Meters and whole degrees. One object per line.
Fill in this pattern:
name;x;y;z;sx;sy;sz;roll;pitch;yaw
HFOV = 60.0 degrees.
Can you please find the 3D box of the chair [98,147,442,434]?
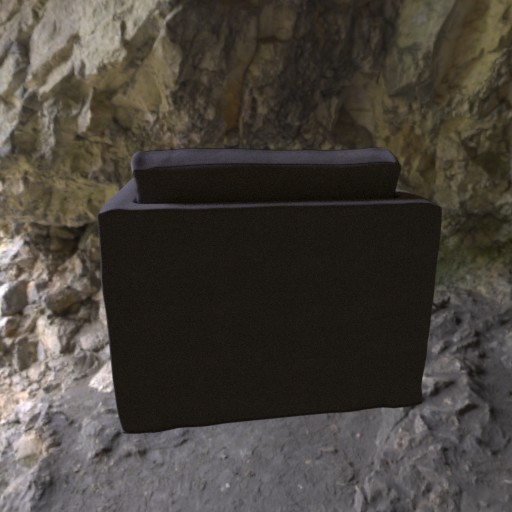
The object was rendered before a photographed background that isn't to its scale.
chair;0.000;0.000;1.779;1.057;0.863;0.949;-2;16;-9
